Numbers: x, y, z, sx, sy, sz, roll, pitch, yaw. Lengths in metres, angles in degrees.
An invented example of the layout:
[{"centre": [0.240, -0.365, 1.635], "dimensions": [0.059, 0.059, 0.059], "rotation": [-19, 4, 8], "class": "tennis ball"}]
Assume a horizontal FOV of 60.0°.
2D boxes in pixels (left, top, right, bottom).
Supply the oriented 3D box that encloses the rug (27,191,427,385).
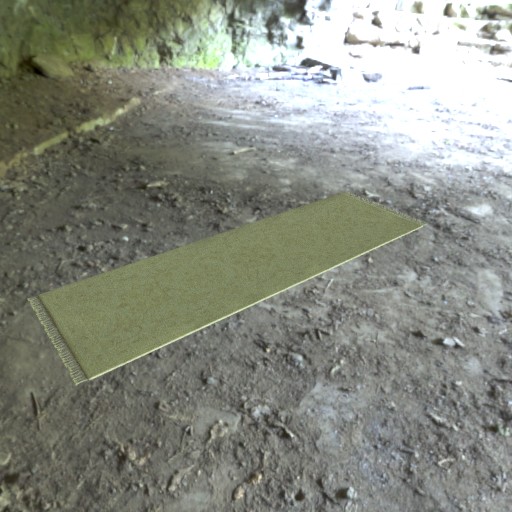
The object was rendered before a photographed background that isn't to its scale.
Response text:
[{"centre": [0.000, 0.000, 2.820], "dimensions": [2.544, 0.015, 0.795], "rotation": [-21, 36, -32], "class": "rug"}]
